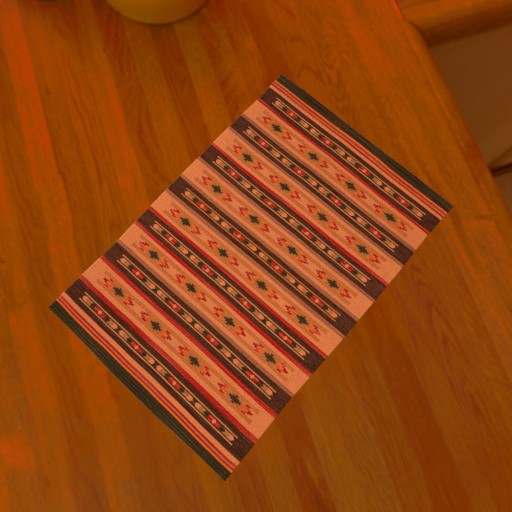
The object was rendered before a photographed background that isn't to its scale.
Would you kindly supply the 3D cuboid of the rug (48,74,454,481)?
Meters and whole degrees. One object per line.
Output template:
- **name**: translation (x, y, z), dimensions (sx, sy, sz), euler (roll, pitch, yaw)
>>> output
- **rug**: translation (0.000, 0.000, 2.315), dimensions (1.221, 0.009, 1.825), euler (41, 80, 9)
